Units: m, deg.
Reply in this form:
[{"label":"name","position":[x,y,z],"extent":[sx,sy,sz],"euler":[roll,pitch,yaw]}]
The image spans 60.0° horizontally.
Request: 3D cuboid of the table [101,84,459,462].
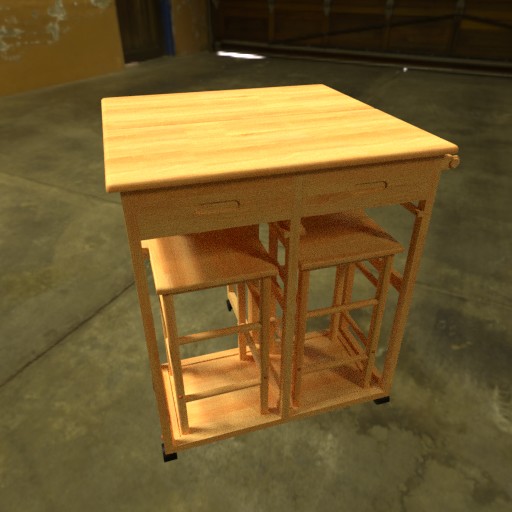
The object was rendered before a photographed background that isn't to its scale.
[{"label":"table","position":[0.000,0.000,1.349],"extent":[0.752,0.832,0.693],"euler":[-9,33,-14]}]
